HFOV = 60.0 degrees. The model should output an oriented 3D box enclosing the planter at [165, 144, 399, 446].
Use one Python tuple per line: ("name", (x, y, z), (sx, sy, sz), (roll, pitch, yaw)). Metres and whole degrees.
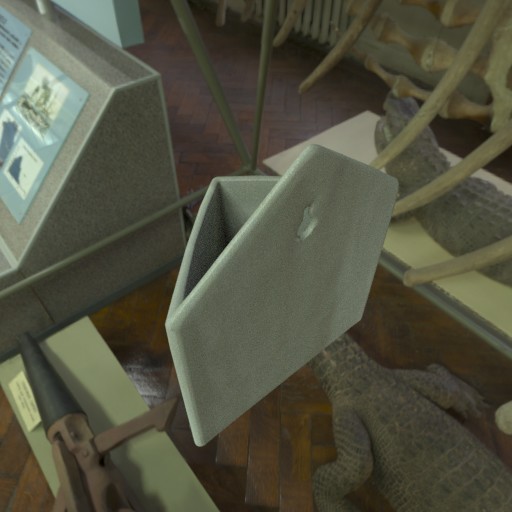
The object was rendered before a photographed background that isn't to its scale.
("planter", (0.000, 0.000, 0.276), (0.163, 0.194, 0.080), (-31, 54, -26))
